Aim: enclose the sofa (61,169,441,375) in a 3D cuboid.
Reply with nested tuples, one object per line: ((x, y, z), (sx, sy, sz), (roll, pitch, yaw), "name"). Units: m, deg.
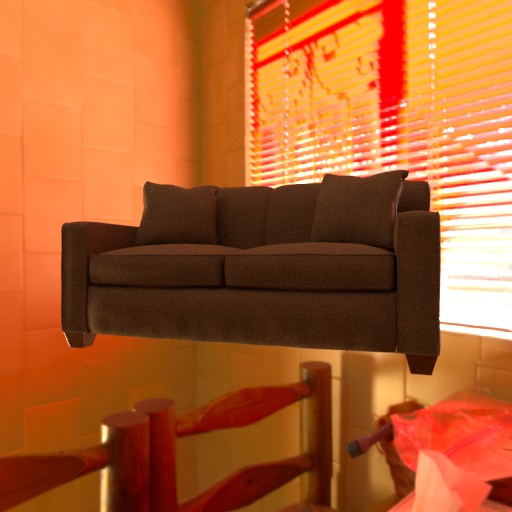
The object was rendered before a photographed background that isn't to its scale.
((0.000, 0.000, 2.448), (1.846, 0.958, 1.000), (0, 0, 18), "sofa")
